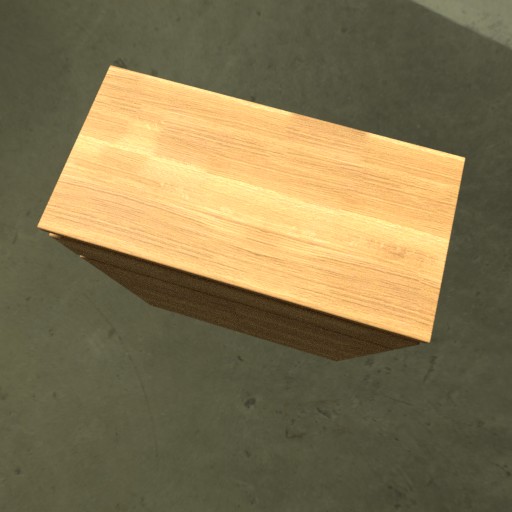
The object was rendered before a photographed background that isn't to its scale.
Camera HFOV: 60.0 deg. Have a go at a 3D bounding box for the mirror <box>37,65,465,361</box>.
[{"bbox_3d":[0.000,0.000,1.392,0.800,1.000,0.400,16,75,4],"label":"mirror"}]
